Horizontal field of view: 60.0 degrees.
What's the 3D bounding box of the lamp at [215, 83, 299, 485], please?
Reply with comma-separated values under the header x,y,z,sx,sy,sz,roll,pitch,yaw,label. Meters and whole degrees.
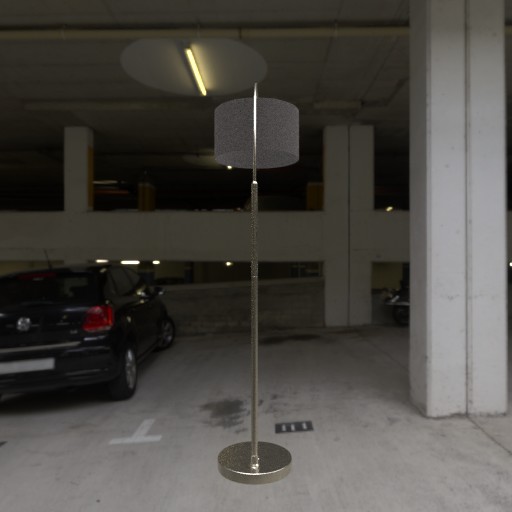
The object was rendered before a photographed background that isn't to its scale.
x,y,z,sx,sy,sz,roll,pitch,yaw,label
0.000,0.000,2.145,0.452,1.735,0.934,0,0,1,lamp
